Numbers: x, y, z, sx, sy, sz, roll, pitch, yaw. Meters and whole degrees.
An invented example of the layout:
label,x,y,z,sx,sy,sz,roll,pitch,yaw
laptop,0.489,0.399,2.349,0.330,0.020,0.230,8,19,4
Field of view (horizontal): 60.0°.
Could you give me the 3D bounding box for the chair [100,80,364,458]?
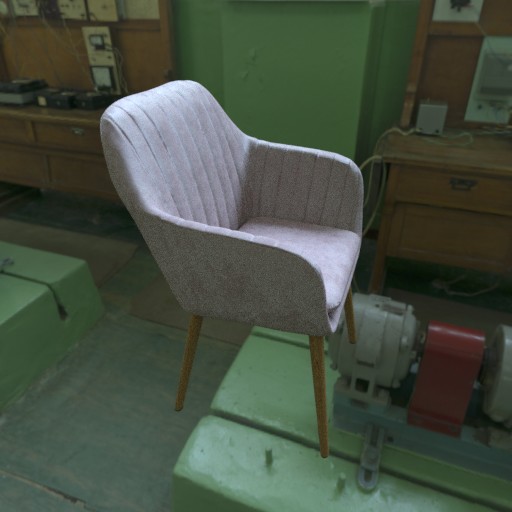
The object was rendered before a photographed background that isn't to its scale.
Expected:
label,x,y,z,sx,sy,sz,roll,pitch,yaw
chair,0.000,0.000,1.207,0.570,0.832,0.610,10,32,17
